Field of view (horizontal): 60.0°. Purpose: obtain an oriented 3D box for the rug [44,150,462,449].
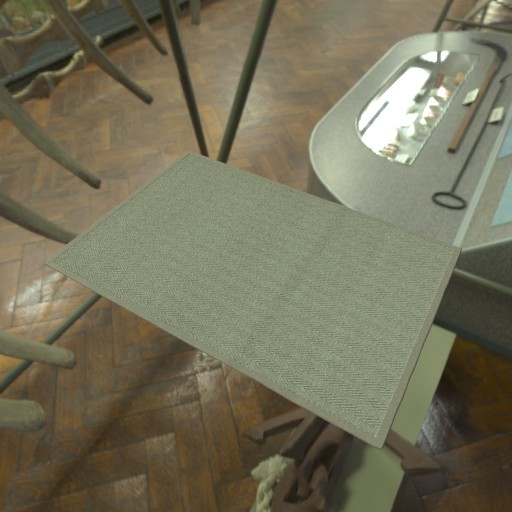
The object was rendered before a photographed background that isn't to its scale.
[{"bbox_3d":[0.000,0.000,2.914,2.290,0.021,1.540,24,50,21],"label":"rug"}]
